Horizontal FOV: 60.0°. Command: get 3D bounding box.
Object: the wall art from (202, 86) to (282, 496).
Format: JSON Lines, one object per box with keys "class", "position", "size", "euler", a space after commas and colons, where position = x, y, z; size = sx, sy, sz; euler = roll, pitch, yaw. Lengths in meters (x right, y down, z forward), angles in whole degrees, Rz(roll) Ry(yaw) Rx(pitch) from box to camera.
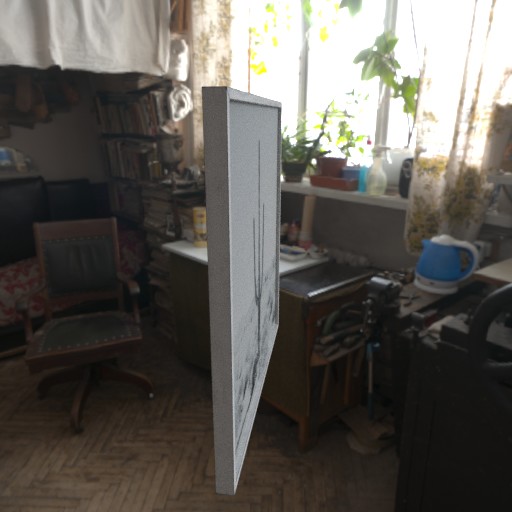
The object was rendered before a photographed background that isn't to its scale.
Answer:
{"class": "wall art", "position": [0.000, 0.000, 1.128], "size": [0.038, 0.762, 0.762], "euler": [3, 18, 9]}
